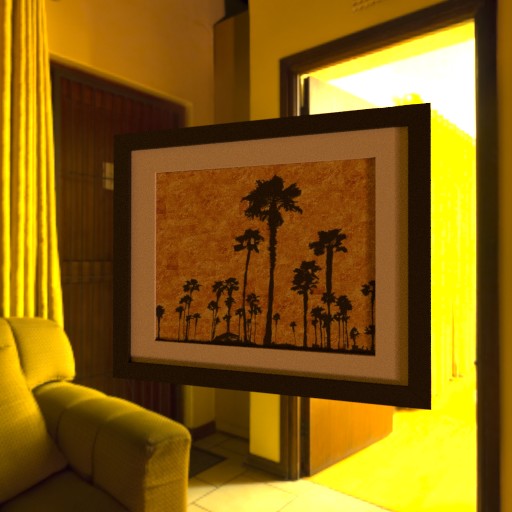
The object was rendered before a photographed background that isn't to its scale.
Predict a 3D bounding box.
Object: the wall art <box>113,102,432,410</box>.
[{"bbox_3d":[0.000,0.000,0.762,0.561,0.460,0.028,0,0,19],"label":"wall art"}]
